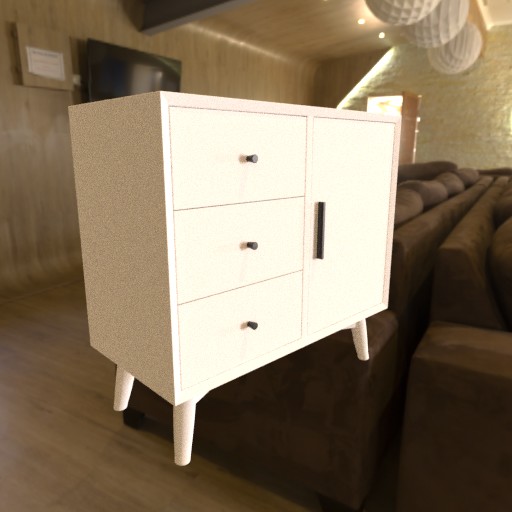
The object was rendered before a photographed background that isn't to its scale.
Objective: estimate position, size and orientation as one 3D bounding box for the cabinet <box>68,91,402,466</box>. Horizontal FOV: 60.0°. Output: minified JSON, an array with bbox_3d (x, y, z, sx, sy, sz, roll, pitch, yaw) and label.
[{"bbox_3d":[0.000,0.000,1.223,0.800,0.761,0.398,-13,19,-42],"label":"cabinet"}]
